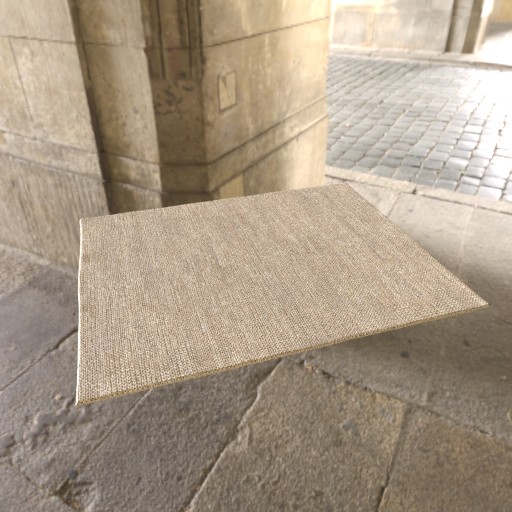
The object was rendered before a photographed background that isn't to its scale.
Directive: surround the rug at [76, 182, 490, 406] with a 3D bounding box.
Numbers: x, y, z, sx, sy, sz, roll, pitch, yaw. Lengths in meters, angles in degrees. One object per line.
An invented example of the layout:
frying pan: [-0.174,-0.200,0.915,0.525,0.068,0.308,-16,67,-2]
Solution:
rug: [0.000,0.000,4.003,3.052,0.030,2.429,-10,35,-15]
